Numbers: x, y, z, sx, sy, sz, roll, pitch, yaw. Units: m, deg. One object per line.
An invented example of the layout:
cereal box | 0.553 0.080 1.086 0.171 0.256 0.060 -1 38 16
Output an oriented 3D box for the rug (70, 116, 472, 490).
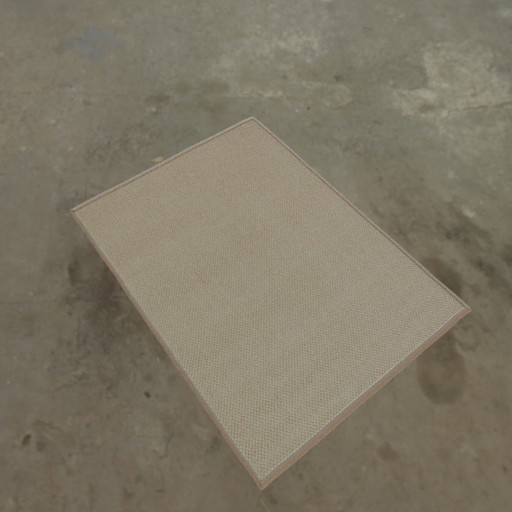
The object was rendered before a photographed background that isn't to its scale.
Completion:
rug | 0.000 0.000 2.728 1.525 0.020 2.081 -33 63 -19
